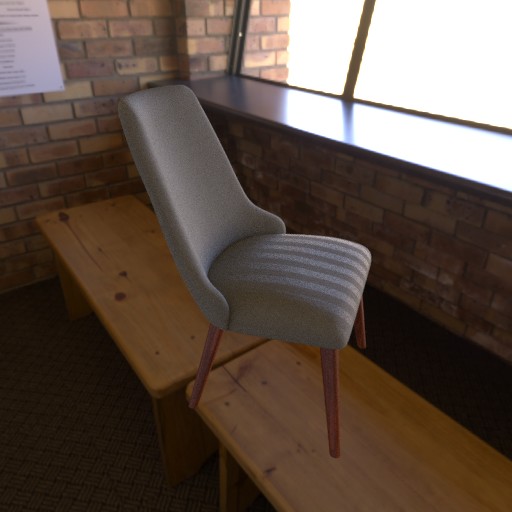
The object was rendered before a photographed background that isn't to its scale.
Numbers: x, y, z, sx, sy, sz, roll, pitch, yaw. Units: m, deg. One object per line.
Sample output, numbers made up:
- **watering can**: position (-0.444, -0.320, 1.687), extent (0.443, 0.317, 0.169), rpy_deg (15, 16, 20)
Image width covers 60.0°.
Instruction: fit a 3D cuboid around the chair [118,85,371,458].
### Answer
- **chair**: position (0.000, 0.000, 1.352), extent (0.707, 0.918, 0.535), rpy_deg (11, 32, 18)
